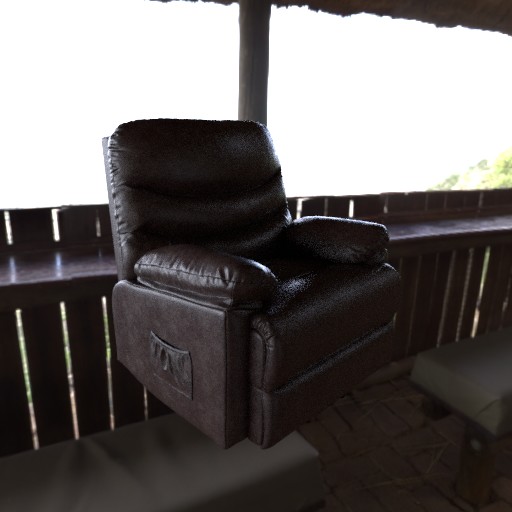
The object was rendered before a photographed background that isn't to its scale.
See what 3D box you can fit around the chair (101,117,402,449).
[{"bbox_3d":[0.000,0.000,1.735,0.879,1.041,0.940,15,21,42],"label":"chair"}]
